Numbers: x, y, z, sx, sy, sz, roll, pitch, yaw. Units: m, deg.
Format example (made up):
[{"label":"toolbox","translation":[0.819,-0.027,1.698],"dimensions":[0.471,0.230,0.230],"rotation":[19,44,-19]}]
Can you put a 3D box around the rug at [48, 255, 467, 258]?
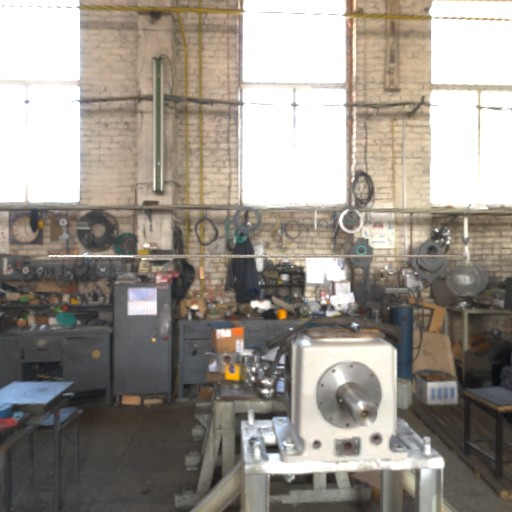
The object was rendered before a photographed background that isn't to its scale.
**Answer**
[{"label":"rug","translation":[0.000,0.000,2.886],"dimensions":[2.214,0.013,1.609],"rotation":[0,0,-35]}]
